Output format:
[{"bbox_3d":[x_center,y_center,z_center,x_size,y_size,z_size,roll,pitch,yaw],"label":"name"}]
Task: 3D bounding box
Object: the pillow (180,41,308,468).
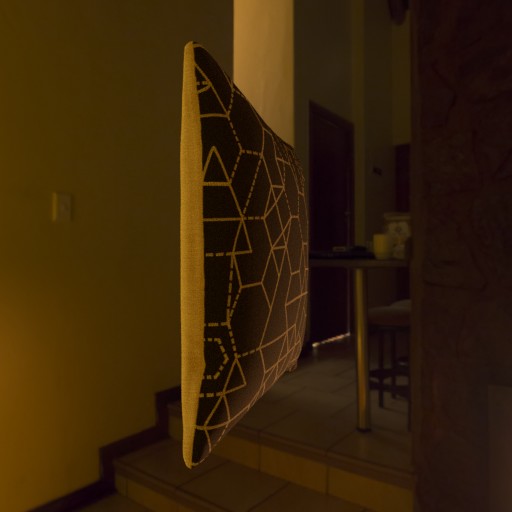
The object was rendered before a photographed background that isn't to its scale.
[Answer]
[{"bbox_3d":[0.000,0.000,0.769,0.158,0.508,0.517,0,-1,18],"label":"pillow"}]
